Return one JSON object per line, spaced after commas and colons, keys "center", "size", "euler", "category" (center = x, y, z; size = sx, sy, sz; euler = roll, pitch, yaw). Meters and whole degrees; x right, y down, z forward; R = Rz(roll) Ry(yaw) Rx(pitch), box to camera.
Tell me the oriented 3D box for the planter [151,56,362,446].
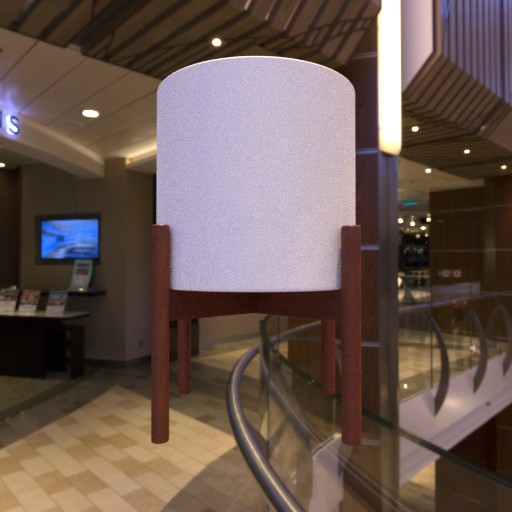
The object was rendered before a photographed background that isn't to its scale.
{"center": [0.000, 0.000, 0.952], "size": [0.417, 0.670, 0.417], "euler": [0, -1, 0], "category": "planter"}
